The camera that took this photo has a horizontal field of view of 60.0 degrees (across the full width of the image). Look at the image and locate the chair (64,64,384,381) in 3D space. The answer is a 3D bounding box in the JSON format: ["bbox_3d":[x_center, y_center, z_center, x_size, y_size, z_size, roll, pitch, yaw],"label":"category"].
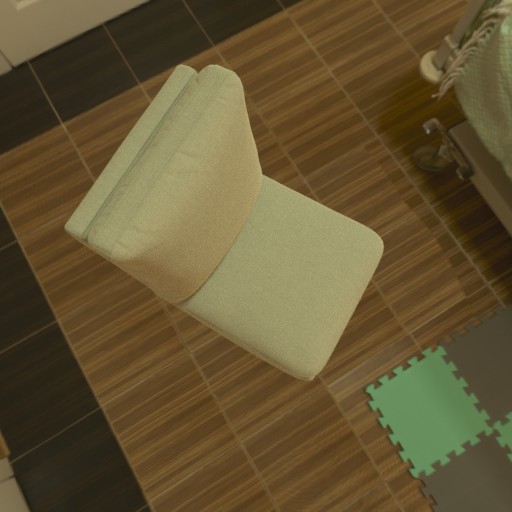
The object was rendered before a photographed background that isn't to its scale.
[{"bbox_3d":[0.000,0.000,1.334,0.698,0.927,0.503,29,78,7],"label":"chair"}]
